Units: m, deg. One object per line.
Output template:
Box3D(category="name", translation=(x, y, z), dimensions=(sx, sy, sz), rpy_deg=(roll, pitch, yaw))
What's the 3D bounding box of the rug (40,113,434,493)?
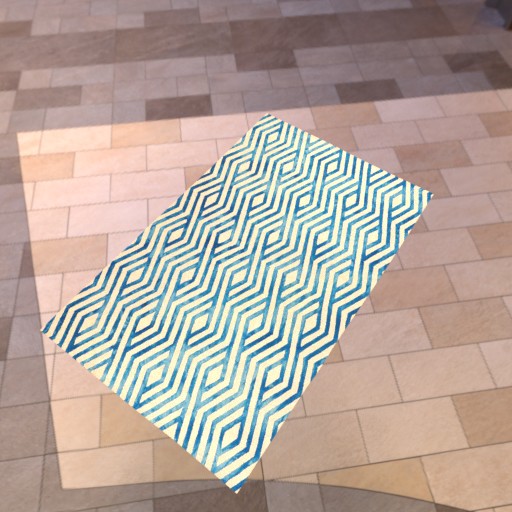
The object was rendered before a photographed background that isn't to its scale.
Box3D(category="rug", translation=(0.000, 0.000, 3.022), dimensions=(1.531, 0.008, 2.439), rpy_deg=(31, 63, 18))
